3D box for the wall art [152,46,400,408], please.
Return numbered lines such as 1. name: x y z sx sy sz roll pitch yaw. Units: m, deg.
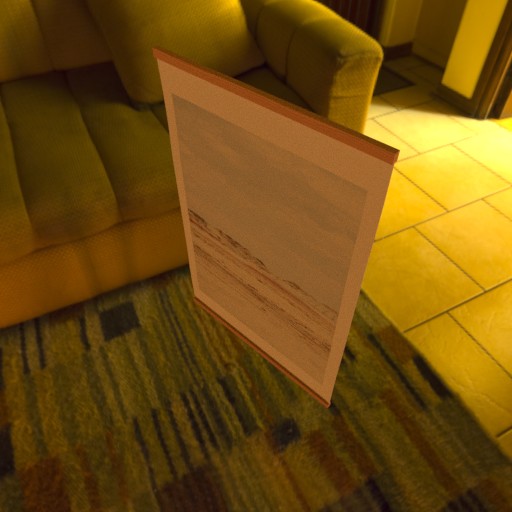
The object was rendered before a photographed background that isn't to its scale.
1. wall art: 0.000 0.000 1.952 1.011 1.521 0.025 34 55 28
